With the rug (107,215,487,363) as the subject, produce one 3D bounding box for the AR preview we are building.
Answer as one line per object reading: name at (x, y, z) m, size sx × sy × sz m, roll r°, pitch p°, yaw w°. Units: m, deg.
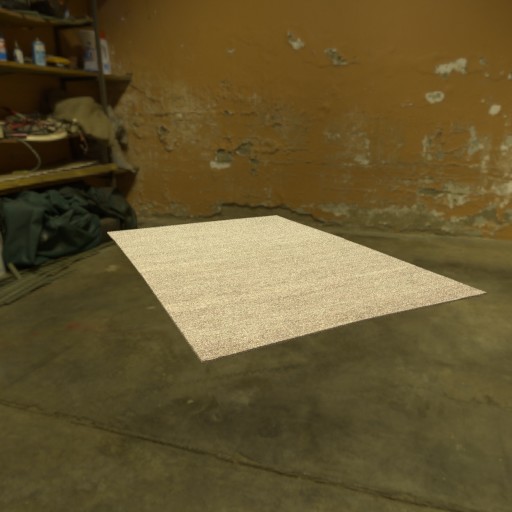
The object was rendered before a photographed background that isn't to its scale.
rug at (0.000, 0.000, 3.015) m, size 1.609 × 0.030 × 2.342 m, roll -8°, pitch 18°, yaw -25°
